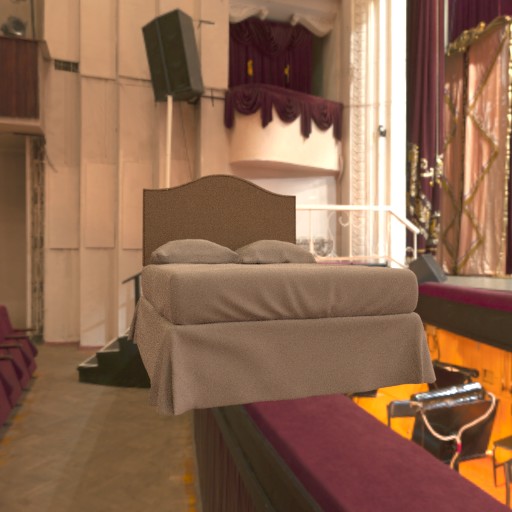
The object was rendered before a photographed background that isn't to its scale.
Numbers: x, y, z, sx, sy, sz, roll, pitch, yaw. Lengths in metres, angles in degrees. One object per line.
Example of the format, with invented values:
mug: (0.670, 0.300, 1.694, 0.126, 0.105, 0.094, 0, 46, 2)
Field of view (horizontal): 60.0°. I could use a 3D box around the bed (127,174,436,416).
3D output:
bed: (0.000, 0.000, 3.540, 1.876, 1.645, 2.221, 0, 0, -19)
